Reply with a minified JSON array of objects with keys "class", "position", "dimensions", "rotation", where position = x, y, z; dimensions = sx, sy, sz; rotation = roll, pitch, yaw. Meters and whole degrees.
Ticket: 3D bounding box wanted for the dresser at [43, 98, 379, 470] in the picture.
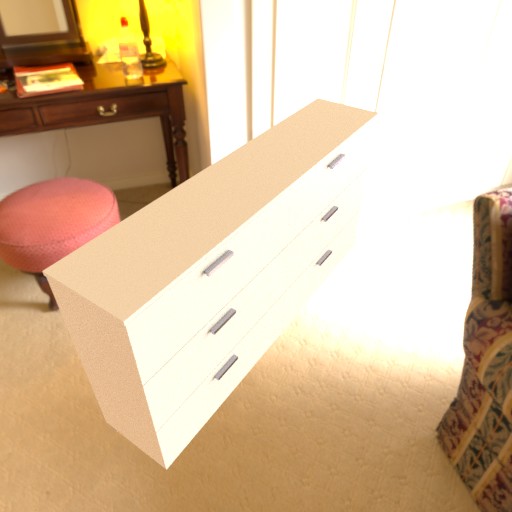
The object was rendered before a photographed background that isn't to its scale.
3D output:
[{"class":"dresser","position":[0.000,0.000,1.857],"dimensions":[0.333,0.790,1.535],"rotation":[24,46,26]}]
